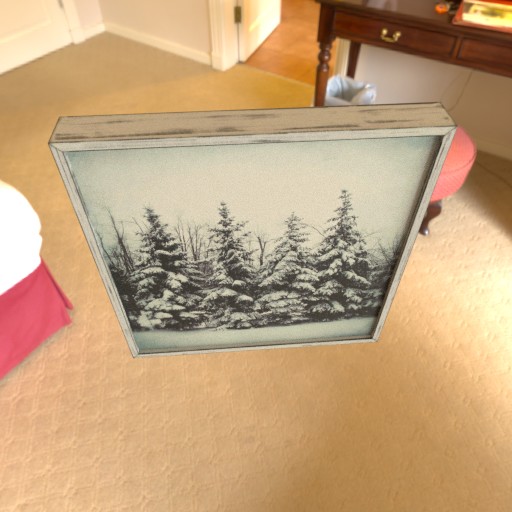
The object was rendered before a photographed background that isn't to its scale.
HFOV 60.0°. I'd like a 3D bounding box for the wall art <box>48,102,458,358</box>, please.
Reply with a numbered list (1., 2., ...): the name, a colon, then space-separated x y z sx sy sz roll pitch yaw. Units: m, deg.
1. wall art: 0.000 0.000 0.450 0.303 0.303 0.036 -3 47 -3
